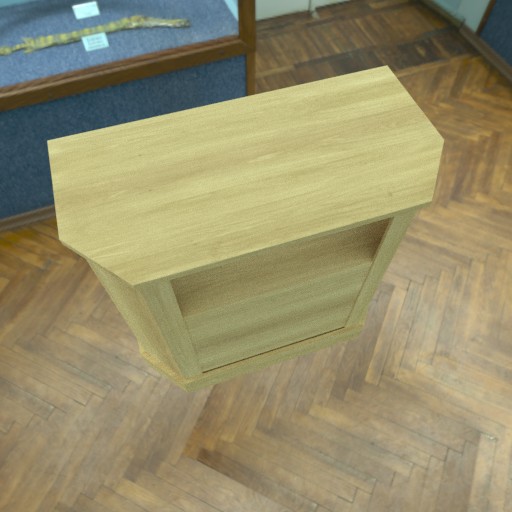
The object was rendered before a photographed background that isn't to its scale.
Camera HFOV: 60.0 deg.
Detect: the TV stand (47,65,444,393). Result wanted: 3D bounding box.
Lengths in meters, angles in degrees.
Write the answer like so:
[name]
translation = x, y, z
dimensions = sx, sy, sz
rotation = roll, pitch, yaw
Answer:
[TV stand]
translation = 0.000, 0.000, 1.298
dimensions = 0.851, 0.781, 0.425
rotation = -16, 60, -9
